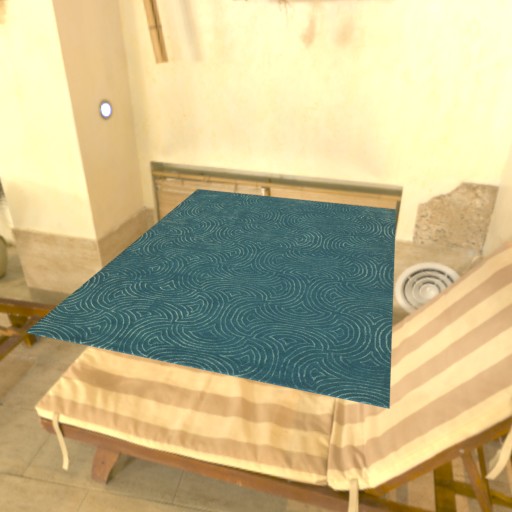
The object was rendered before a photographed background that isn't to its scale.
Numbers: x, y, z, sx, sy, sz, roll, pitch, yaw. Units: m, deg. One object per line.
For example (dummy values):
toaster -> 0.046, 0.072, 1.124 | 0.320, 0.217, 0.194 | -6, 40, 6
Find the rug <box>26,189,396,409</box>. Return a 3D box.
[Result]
rug -> 0.000, 0.000, 4.051 | 2.432, 0.012, 3.033 | 8, 29, 14
